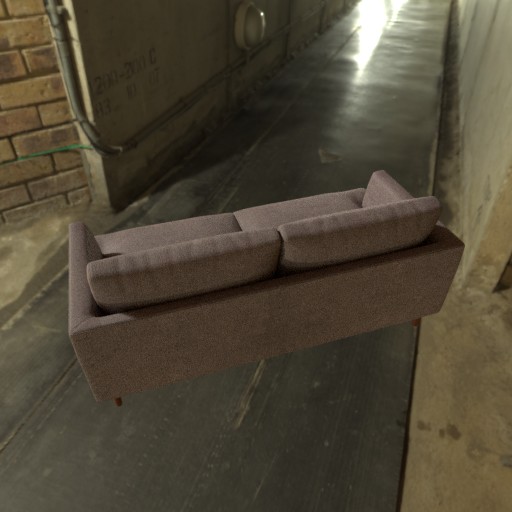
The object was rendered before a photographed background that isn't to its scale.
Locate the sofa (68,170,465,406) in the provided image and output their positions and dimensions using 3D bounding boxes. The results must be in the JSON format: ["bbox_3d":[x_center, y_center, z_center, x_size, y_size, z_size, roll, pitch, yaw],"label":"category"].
[{"bbox_3d":[0.000,0.000,2.533,1.948,0.868,1.020,-12,41,-14],"label":"sofa"}]
